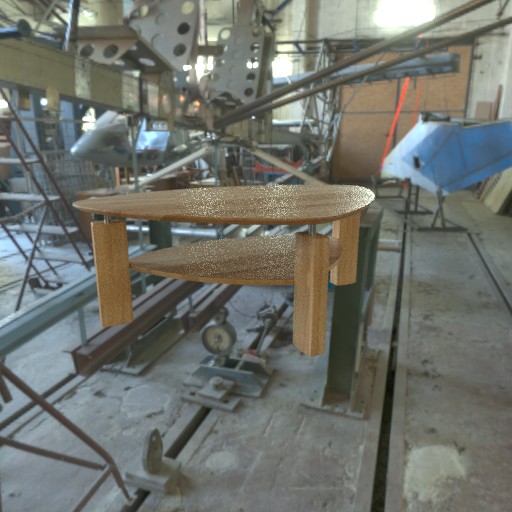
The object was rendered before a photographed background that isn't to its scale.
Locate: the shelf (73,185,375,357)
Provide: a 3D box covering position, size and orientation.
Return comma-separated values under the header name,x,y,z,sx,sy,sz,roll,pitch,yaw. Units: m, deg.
name,x,y,z,sx,sy,sz,roll,pitch,yaw
shelf,0.000,0.000,1.701,1.240,0.439,0.863,-7,17,-25
